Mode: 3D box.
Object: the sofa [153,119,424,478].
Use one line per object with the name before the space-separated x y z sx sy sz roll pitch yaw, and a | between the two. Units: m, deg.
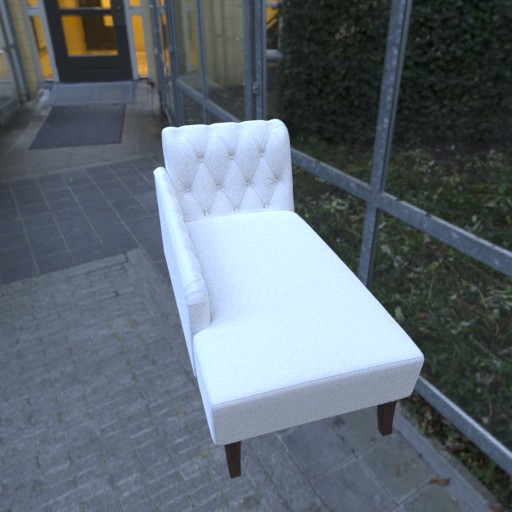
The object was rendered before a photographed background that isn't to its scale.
sofa | 0.000 0.000 1.812 0.675 0.787 1.379 -9 32 -14
